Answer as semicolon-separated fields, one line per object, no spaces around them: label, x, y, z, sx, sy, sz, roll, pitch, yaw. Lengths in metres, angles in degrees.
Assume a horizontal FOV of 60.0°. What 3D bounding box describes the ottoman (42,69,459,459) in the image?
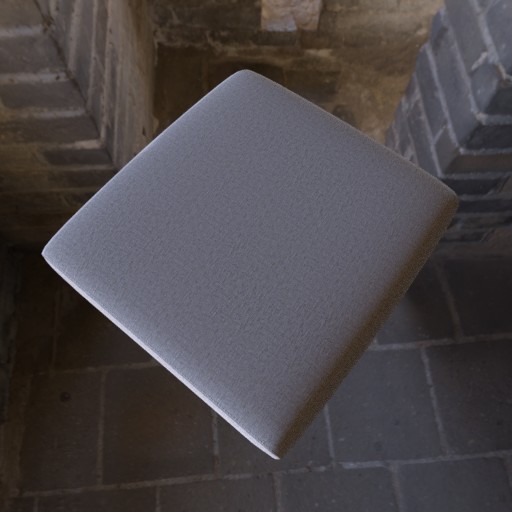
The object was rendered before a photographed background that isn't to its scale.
ottoman;0.000;0.000;1.061;0.648;0.399;0.655;36;70;15
